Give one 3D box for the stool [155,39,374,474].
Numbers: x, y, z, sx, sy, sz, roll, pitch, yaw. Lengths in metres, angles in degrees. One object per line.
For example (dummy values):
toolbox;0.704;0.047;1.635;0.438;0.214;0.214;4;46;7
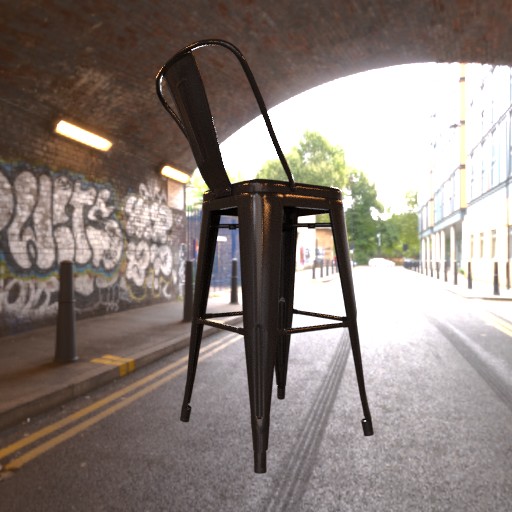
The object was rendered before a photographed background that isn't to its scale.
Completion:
stool;0.000;0.000;1.279;0.528;1.022;0.432;0;0;-35
